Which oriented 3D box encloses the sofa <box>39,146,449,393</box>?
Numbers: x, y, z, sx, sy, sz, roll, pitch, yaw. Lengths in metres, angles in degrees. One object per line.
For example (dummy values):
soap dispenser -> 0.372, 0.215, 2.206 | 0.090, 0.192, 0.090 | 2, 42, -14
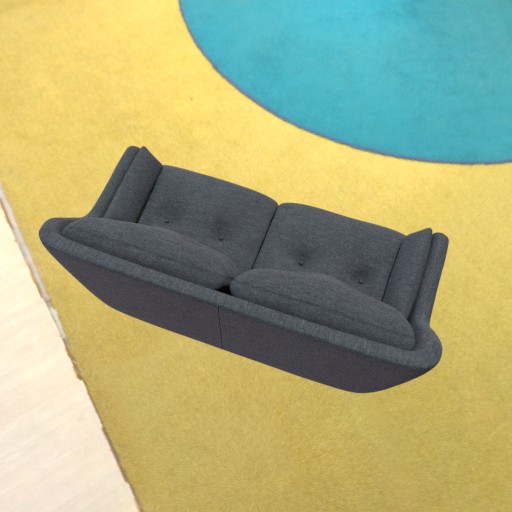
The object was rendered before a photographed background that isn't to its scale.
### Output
sofa -> 0.000, 0.000, 2.440 | 1.929, 0.896, 0.975 | 17, 64, 9
